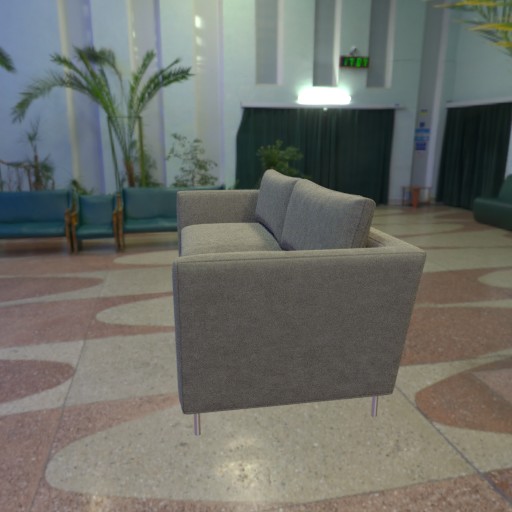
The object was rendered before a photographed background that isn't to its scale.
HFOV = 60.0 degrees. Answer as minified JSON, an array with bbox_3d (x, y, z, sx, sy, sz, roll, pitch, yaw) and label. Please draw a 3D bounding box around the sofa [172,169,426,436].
[{"bbox_3d":[0.000,0.000,2.521,0.889,0.864,2.121,-2,15,-9],"label":"sofa"}]
